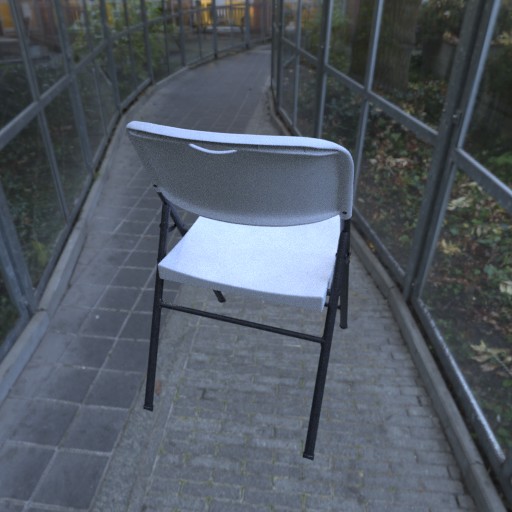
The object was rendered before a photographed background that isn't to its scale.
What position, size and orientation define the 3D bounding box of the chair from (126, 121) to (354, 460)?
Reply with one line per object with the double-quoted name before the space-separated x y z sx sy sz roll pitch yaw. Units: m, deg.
"chair" 0.000 0.000 1.191 0.494 0.810 0.566 10 33 16
